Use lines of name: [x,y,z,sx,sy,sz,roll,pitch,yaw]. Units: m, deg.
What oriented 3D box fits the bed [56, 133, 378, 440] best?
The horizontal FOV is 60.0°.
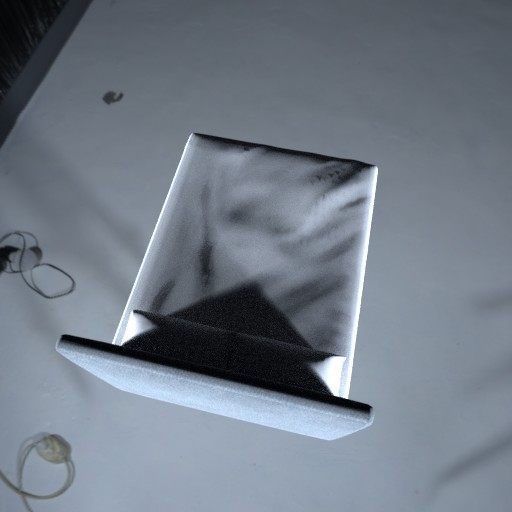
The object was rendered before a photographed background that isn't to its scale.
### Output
bed: [0.000,0.000,3.213,1.713,1.330,2.142,12,65,6]
